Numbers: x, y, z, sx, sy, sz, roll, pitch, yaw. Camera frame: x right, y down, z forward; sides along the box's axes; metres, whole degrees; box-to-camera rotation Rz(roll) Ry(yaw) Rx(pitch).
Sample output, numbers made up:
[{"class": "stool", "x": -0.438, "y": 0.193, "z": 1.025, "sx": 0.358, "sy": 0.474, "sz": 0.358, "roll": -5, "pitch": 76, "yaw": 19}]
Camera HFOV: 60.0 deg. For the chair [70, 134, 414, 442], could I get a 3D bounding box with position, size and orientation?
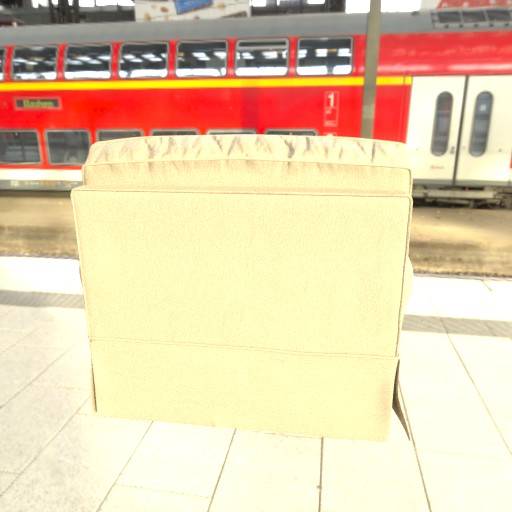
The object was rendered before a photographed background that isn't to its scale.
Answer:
[{"class": "chair", "x": 0.000, "y": 0.000, "z": 1.744, "sx": 1.096, "sy": 0.937, "sz": 0.903, "roll": 2, "pitch": 17, "yaw": 7}]
